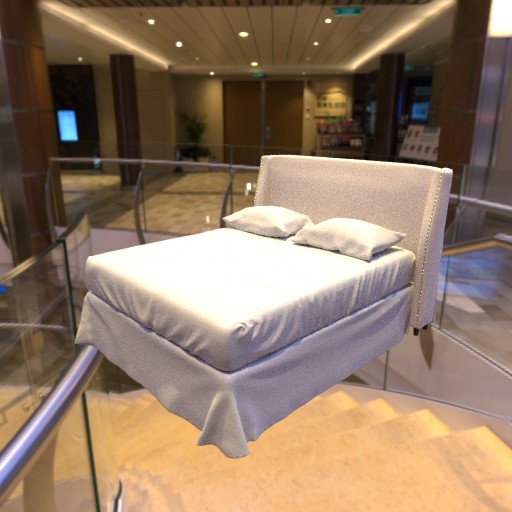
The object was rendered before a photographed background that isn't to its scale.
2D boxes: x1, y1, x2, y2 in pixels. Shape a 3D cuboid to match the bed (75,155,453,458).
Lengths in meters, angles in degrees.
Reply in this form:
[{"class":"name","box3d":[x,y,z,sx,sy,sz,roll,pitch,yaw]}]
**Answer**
[{"class":"bed","box3d":[0.000,0.000,3.390,2.276,1.332,1.925,-16,23,-41]}]
